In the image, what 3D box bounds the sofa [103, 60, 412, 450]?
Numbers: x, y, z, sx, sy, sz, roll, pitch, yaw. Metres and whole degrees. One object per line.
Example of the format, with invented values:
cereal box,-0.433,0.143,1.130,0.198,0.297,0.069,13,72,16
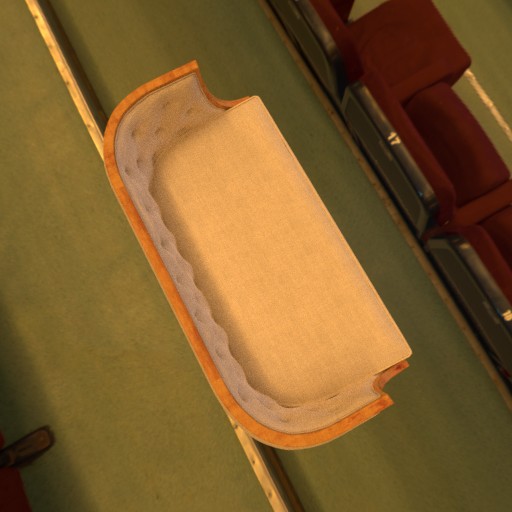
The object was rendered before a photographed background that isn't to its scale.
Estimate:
sofa,0.000,0.000,1.946,0.770,0.775,1.474,-28,79,-6
